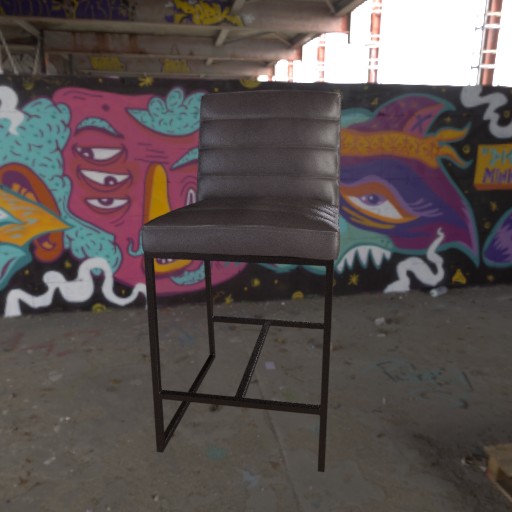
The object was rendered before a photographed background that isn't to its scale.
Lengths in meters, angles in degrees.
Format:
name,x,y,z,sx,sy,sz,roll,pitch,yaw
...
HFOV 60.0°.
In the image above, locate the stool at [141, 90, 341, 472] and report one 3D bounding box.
name,x,y,z,sx,sy,sz,roll,pitch,yaw
stool,0.000,0.000,1.267,0.463,0.946,0.562,2,15,9
